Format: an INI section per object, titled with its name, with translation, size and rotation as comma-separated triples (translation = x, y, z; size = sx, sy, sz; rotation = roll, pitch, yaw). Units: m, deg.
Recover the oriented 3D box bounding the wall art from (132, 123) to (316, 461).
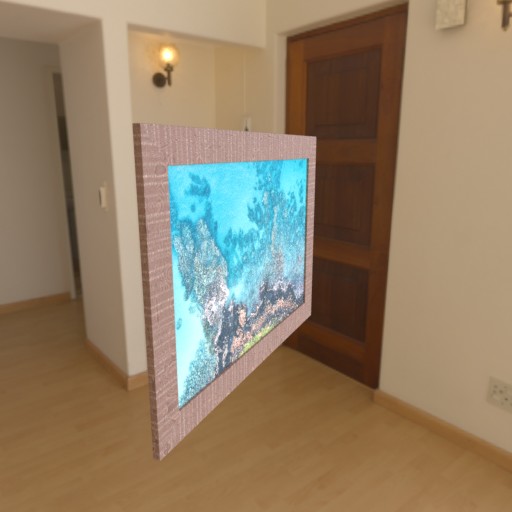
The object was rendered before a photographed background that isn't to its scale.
[wall art]
translation = 0.000, 0.000, 1.413
size = 0.020, 0.761, 1.056
rotation = 7, 15, 26
